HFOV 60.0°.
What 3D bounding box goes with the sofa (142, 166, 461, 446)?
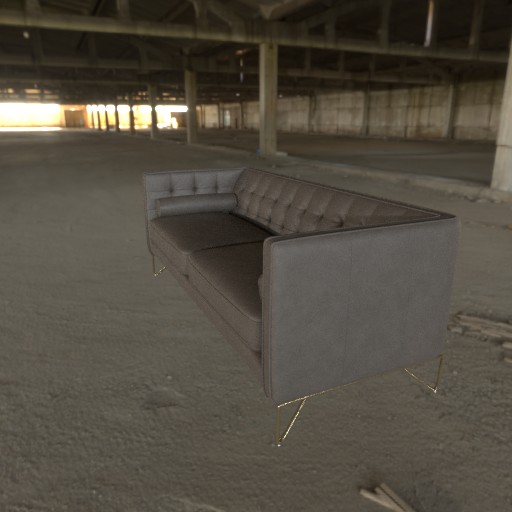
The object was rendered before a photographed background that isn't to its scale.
[{"bbox_3d":[0.000,0.000,2.539,0.867,0.789,2.087,-8,19,-24],"label":"sofa"}]
